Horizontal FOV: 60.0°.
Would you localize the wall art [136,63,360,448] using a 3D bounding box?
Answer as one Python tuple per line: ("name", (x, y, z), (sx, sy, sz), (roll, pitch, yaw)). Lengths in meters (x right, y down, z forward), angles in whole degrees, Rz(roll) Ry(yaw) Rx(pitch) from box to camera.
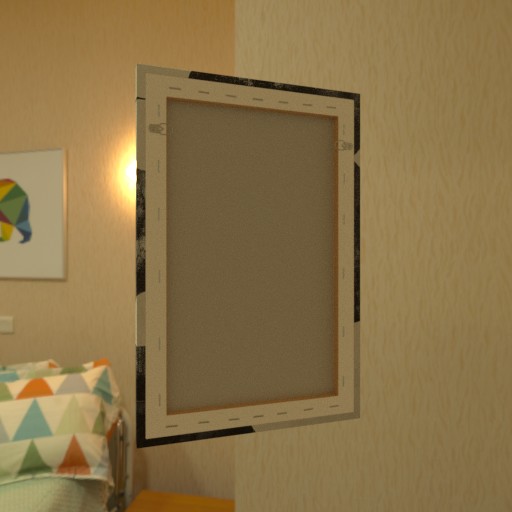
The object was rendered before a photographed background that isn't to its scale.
("wall art", (0.000, 0.000, 1.166), (0.610, 0.915, 0.041), (0, 0, -19))
